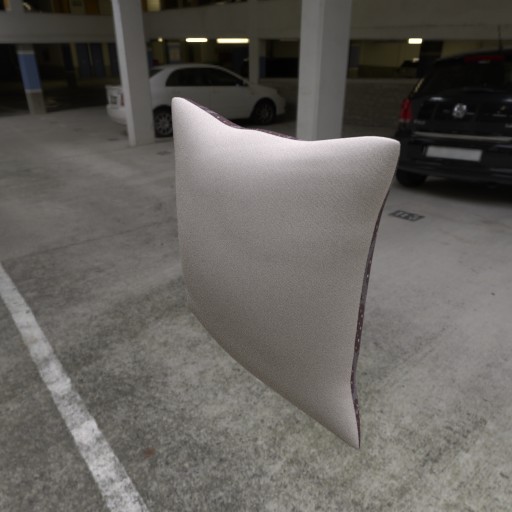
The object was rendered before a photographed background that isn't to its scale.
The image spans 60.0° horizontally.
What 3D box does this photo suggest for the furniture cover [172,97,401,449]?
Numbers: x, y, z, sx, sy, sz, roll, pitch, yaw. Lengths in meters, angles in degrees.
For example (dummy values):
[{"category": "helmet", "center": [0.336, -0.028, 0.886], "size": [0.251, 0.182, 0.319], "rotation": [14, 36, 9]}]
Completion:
[{"category": "furniture cover", "center": [0.000, 0.000, 0.817], "size": [0.193, 0.509, 0.552], "rotation": [-19, 32, -33]}]
